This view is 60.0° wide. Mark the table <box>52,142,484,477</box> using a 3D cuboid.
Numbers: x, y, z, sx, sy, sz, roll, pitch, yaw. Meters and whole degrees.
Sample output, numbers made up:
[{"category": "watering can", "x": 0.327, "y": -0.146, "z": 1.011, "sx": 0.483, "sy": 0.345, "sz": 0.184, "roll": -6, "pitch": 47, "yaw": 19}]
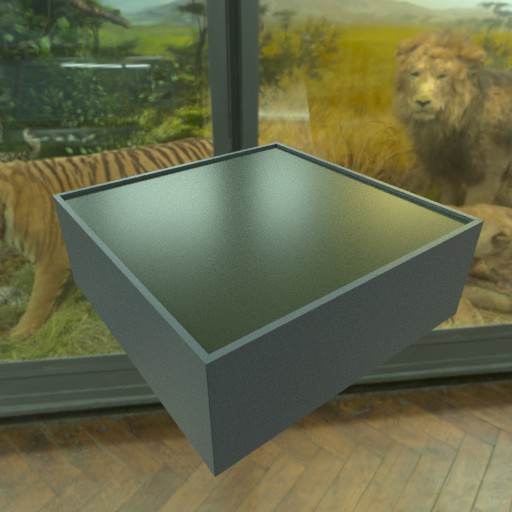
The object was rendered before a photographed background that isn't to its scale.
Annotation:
[{"category": "table", "x": 0.000, "y": 0.000, "z": 1.234, "sx": 0.801, "sy": 0.299, "sz": 0.801, "roll": -22, "pitch": 38, "yaw": -31}]
